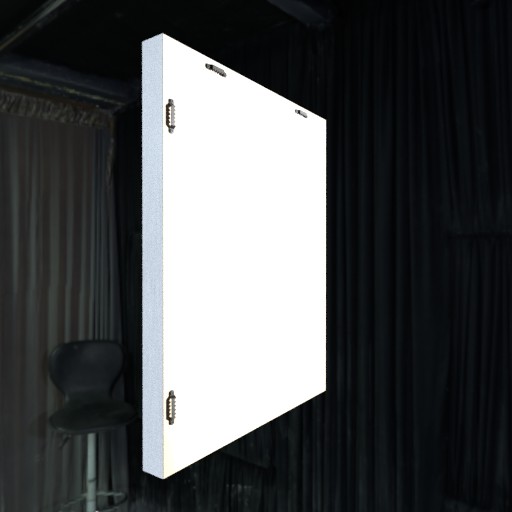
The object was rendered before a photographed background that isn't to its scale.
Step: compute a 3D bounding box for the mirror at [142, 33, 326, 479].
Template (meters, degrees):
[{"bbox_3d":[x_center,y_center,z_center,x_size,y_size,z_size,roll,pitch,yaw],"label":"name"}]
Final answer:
[{"bbox_3d":[0.000,0.000,0.678,0.041,0.509,0.406,0,0,36],"label":"mirror"}]
